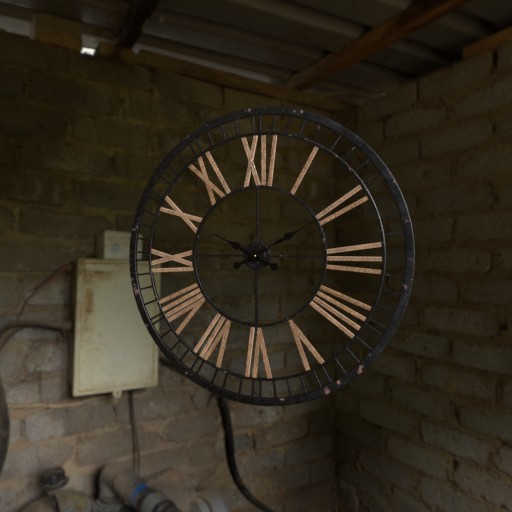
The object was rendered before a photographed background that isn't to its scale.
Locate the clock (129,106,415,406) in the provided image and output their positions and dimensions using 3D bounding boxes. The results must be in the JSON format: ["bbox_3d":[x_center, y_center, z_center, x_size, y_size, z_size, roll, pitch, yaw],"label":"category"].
[{"bbox_3d":[0.000,0.000,1.249,0.843,0.843,0.025,0,-1,19],"label":"clock"}]
